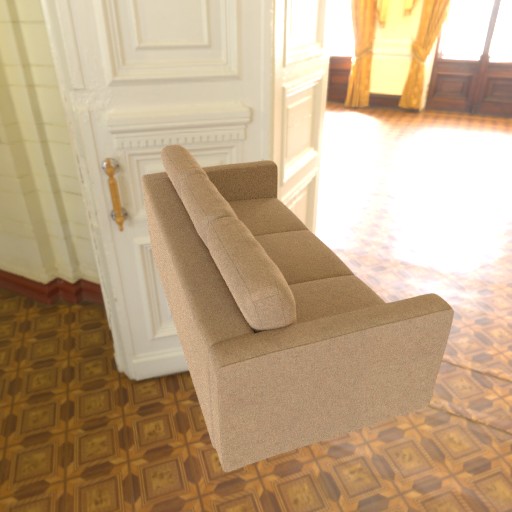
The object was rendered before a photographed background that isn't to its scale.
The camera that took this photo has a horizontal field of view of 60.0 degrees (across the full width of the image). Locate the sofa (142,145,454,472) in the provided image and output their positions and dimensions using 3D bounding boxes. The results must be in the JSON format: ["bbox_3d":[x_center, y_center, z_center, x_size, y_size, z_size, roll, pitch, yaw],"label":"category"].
[{"bbox_3d":[0.000,0.000,2.343,0.930,0.800,1.855,-10,32,-17],"label":"sofa"}]
